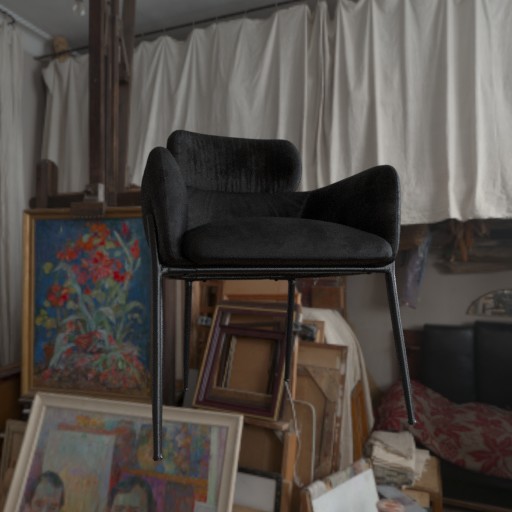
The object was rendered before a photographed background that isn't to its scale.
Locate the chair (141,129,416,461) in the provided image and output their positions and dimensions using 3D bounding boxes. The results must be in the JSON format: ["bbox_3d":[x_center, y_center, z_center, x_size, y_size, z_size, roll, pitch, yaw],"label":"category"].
[{"bbox_3d":[0.000,0.000,1.237,0.640,0.818,0.604,0,-1,-19],"label":"chair"}]
